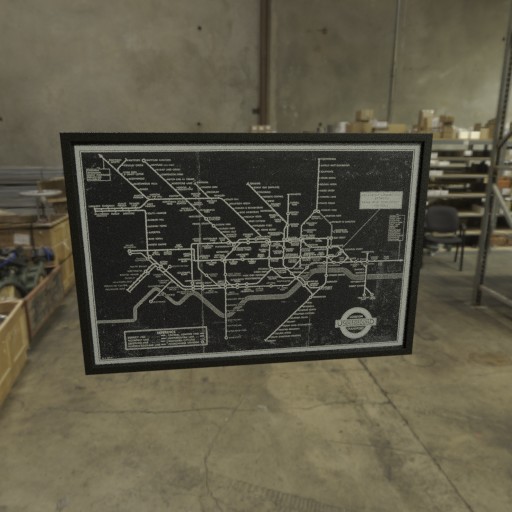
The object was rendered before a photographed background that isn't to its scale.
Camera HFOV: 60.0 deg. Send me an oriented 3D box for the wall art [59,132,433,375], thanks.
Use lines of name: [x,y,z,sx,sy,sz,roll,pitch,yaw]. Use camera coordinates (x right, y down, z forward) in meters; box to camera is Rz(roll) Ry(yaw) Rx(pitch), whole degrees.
wall art: [0.000,0.000,1.511,1.192,0.811,0.013,-2,15,-7]
